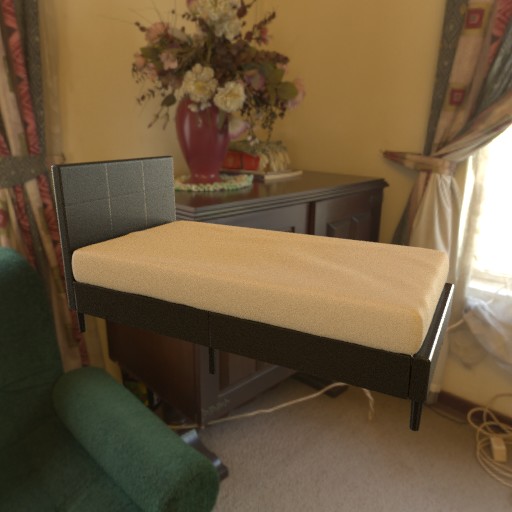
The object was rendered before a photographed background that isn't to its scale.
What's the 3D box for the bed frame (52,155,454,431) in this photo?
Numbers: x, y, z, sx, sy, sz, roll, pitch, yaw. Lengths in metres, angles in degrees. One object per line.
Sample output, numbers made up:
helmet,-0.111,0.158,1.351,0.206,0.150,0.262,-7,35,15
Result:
bed frame,0.000,0.000,2.466,2.152,1.046,1.038,8,18,27
